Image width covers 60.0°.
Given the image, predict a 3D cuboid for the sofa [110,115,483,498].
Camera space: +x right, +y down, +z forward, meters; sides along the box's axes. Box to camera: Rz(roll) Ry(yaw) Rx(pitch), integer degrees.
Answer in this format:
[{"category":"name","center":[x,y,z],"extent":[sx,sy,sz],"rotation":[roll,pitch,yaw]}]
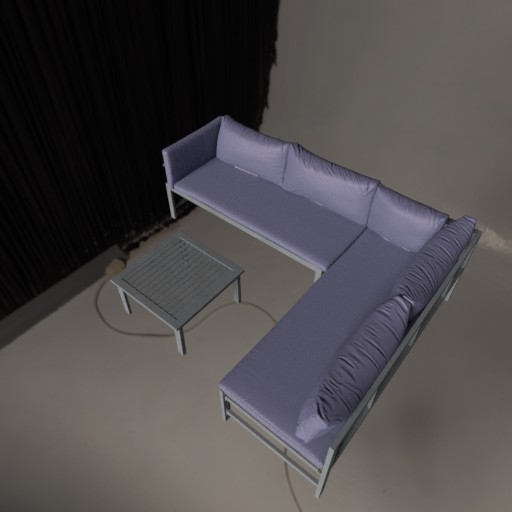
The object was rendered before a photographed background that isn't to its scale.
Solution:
[{"category":"sofa","center":[0.000,0.000,2.854],"extent":[2.149,0.762,1.658],"rotation":[30,53,26]}]
